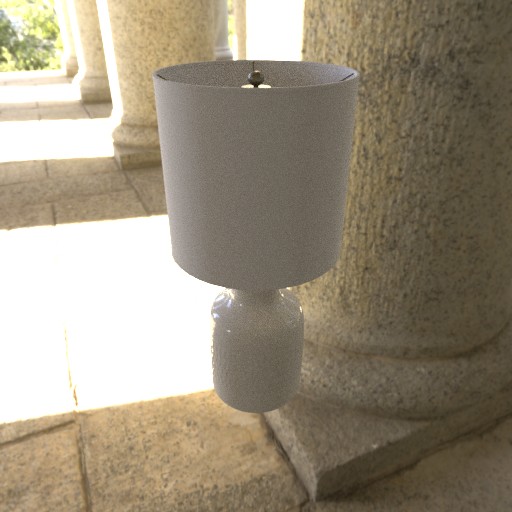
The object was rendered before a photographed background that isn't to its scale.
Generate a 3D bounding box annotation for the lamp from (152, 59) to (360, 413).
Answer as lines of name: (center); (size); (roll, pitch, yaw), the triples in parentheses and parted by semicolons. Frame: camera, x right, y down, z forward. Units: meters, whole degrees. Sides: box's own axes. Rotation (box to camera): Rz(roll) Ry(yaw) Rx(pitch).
lamp: (0.000, 0.000, 0.505); (0.188, 0.392, 0.188); (20, 36, 31)
